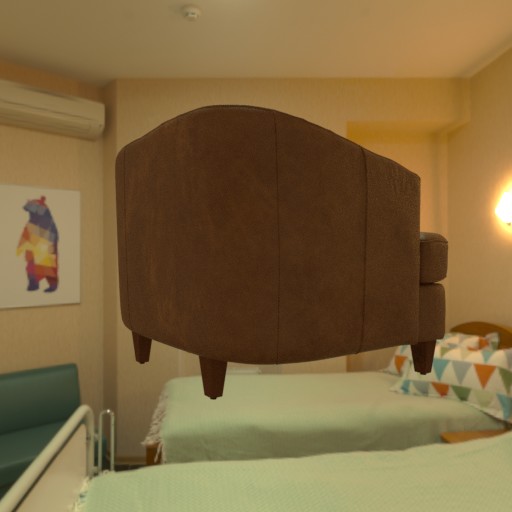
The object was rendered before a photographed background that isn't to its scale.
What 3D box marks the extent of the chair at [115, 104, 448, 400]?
[{"bbox_3d":[0.000,0.000,1.722,0.911,0.836,1.119,0,0,-37],"label":"chair"}]
